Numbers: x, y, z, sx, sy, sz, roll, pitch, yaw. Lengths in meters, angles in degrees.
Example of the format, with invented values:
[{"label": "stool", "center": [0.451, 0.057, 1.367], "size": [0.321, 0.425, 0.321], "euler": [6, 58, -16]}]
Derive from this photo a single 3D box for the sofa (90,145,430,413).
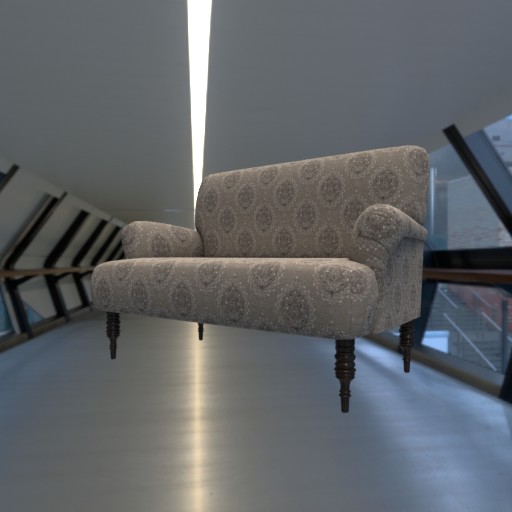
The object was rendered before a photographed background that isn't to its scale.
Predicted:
[{"label": "sofa", "center": [0.000, 0.000, 1.821], "size": [1.297, 0.889, 0.779], "euler": [0, 0, 37]}]
